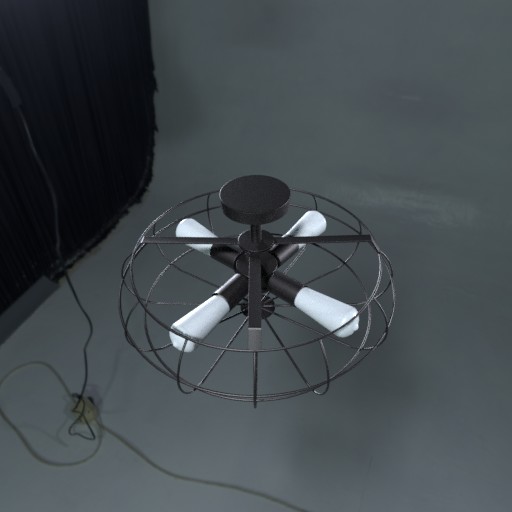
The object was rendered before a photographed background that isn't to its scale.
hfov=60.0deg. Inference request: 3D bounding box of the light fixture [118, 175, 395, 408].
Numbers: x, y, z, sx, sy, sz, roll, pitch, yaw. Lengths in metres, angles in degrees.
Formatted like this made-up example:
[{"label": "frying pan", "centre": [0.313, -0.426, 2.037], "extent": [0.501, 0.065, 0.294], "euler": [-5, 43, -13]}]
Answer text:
[{"label": "light fixture", "centre": [0.000, 0.000, 0.919], "extent": [0.582, 0.311, 0.582], "euler": [0, 41, 0]}]
